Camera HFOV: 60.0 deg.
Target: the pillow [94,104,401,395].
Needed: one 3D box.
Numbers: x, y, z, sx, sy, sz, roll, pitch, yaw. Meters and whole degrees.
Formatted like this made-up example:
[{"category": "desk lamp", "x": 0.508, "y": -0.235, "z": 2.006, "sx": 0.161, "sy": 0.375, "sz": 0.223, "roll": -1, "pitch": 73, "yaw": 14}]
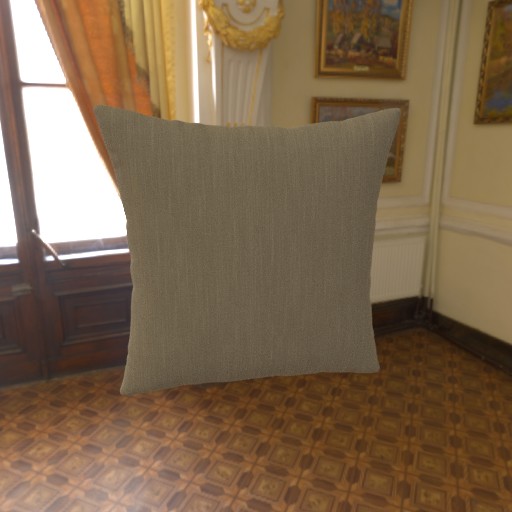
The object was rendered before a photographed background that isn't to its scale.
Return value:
[{"category": "pillow", "x": 0.000, "y": 0.000, "z": 0.794, "sx": 0.511, "sy": 0.509, "sz": 0.161, "roll": -3, "pitch": 15, "yaw": -10}]
